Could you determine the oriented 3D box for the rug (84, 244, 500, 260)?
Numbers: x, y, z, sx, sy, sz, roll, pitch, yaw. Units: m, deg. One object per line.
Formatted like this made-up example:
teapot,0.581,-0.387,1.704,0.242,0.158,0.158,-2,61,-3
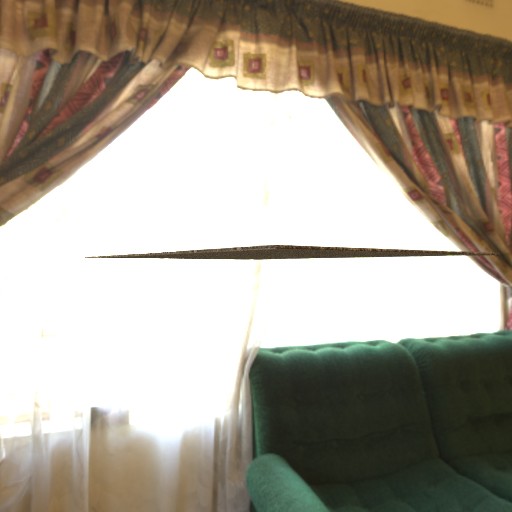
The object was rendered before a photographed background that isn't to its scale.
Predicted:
rug,0.000,0.000,2.217,1.189,0.011,1.808,1,-2,-36
